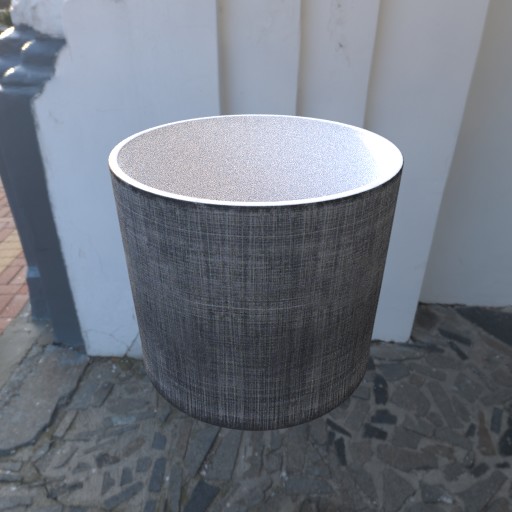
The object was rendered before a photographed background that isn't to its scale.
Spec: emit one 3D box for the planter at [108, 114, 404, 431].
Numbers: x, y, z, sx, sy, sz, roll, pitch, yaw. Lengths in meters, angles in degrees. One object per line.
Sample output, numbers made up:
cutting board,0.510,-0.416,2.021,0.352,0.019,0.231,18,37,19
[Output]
planter,0.000,0.000,0.317,0.178,0.157,0.178,0,31,0
